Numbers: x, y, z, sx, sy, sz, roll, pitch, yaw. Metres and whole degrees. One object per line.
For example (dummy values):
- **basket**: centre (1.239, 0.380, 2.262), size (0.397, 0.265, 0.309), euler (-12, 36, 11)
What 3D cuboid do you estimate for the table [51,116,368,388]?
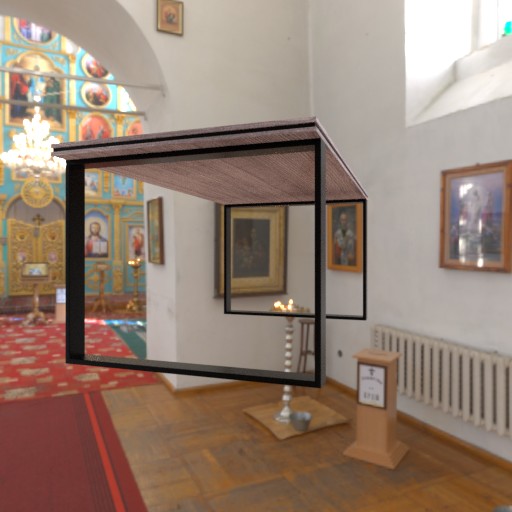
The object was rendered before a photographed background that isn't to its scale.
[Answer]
- **table**: centre (0.000, 0.000, 2.058), size (0.881, 0.736, 1.579), euler (0, 0, 19)
